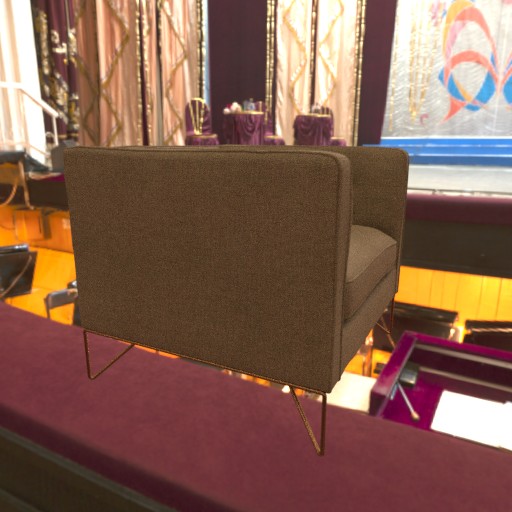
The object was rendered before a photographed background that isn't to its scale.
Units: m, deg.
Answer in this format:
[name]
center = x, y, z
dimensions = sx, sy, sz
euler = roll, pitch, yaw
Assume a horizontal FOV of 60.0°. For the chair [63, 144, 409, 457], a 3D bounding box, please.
[chair]
center = 0.000, 0.000, 1.644
dimensions = 0.912, 0.799, 0.920
euler = 7, 16, 27
